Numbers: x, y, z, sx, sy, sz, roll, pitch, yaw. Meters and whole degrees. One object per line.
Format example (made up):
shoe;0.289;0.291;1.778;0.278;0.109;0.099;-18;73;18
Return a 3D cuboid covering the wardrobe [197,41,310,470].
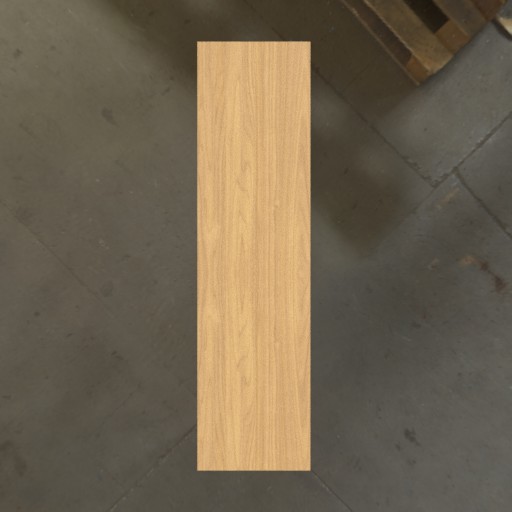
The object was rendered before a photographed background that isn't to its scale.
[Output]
wardrobe;0.000;0.000;3.362;0.590;2.260;2.160;0;90;0
